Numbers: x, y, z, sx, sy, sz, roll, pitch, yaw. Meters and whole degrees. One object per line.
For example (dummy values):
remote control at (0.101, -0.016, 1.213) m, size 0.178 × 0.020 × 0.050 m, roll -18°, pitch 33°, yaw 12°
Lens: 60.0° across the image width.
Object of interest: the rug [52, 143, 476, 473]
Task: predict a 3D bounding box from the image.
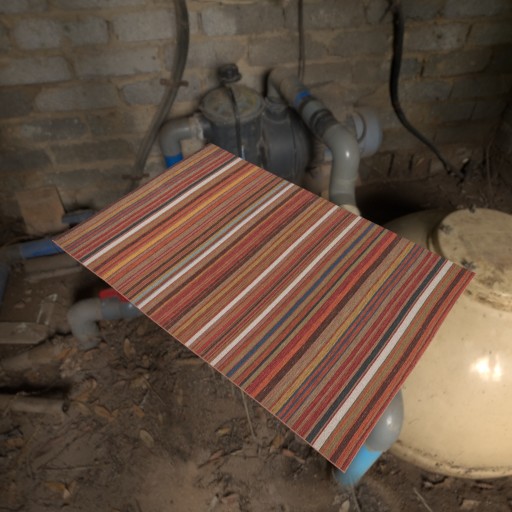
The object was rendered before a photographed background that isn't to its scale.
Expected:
rug at (0.000, 0.000, 2.277) m, size 1.828 × 0.007 × 1.217 m, roll 31°, pitch 54°, yaw 26°
